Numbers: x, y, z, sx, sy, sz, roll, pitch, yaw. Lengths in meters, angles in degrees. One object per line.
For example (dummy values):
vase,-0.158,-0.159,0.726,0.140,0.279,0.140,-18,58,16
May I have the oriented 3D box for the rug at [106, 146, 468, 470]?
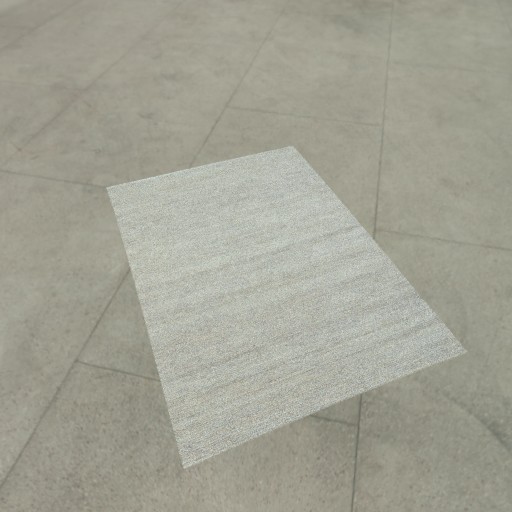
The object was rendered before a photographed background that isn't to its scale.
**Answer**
rug,0.000,0.000,2.955,1.624,0.030,2.264,-16,48,-15
